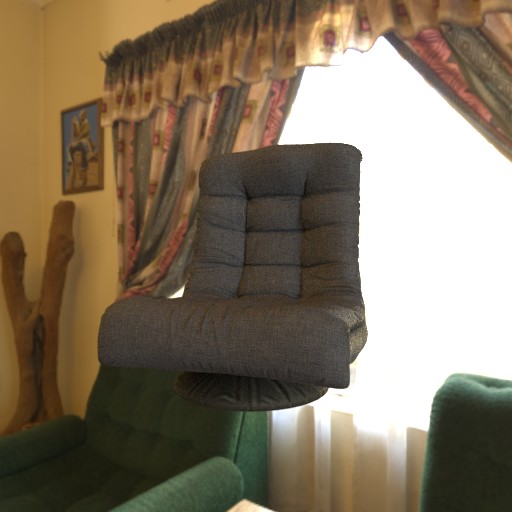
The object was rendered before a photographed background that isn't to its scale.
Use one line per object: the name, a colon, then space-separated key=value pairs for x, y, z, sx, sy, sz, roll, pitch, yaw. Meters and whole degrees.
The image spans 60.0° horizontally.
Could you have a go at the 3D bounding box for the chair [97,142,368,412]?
chair: x=0.000 y=0.000 z=1.245 sx=0.597 sy=0.749 sz=0.668 roll=0 pitch=0 yaw=19
